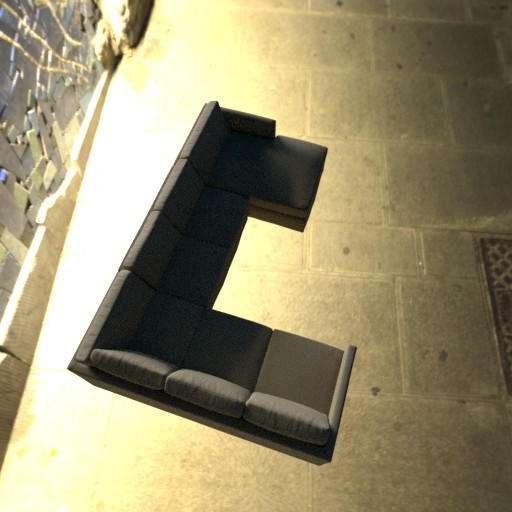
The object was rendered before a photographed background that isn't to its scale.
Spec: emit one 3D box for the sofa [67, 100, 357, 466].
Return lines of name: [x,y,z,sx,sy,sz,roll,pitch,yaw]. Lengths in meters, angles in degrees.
sofa: [0.000,0.000,4.728,2.427,0.882,3.460,16,63,8]
